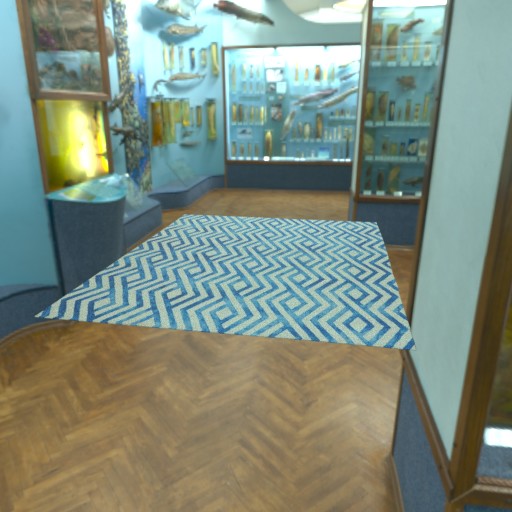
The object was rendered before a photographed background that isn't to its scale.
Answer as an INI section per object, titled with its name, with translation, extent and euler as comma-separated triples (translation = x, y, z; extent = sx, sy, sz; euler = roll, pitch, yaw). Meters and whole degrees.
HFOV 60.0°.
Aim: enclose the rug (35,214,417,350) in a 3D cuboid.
[rug]
translation = 0.000, 0.000, 4.177
extent = 2.453, 0.008, 3.059
euler = 3, 19, 10
